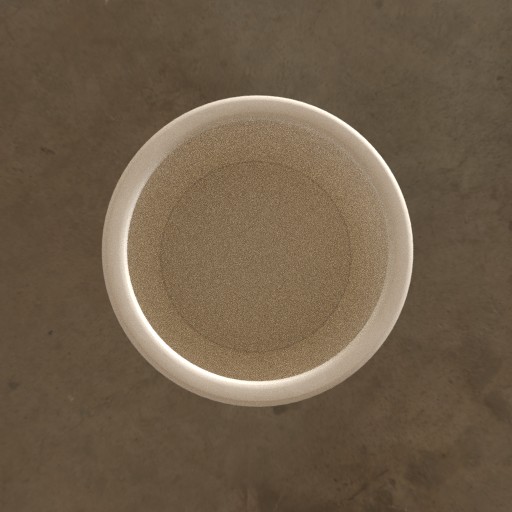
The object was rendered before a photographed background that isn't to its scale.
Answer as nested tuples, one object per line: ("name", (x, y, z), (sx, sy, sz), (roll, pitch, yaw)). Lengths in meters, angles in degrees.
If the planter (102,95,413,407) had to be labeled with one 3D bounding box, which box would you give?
("planter", (0.000, 0.000, 0.493), (0.224, 0.358, 0.224), (0, 89, 0))
